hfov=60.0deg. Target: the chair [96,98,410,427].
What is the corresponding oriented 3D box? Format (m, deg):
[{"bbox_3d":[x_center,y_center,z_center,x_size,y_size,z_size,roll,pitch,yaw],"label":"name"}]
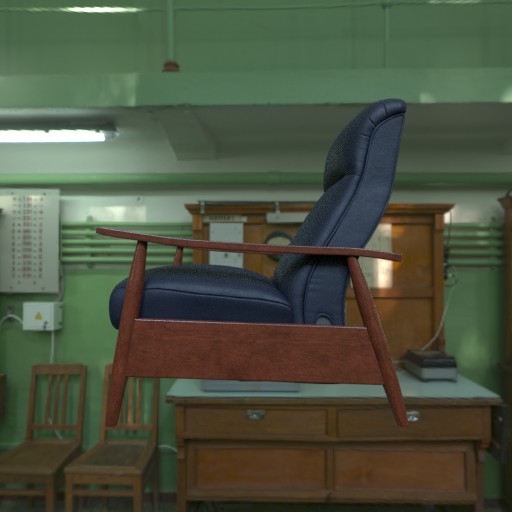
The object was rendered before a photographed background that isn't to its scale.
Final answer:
[{"bbox_3d":[0.000,0.000,1.769,1.014,1.082,0.762,0,0,0],"label":"chair"}]
